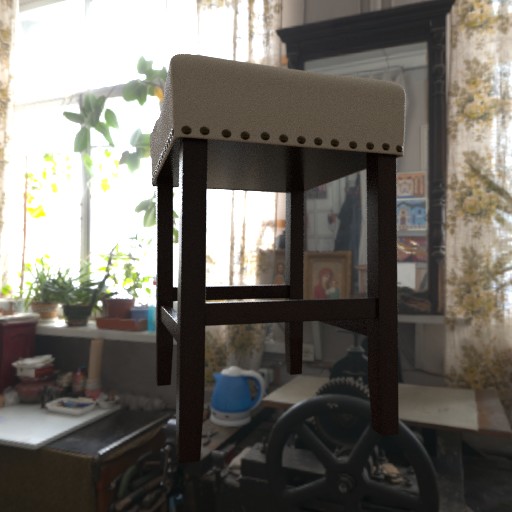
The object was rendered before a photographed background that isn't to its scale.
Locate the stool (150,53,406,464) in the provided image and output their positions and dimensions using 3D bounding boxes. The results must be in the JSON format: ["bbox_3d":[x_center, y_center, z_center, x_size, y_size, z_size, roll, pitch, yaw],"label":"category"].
[{"bbox_3d":[0.000,0.000,0.915,0.401,0.609,0.471,0,0,-17],"label":"stool"}]
